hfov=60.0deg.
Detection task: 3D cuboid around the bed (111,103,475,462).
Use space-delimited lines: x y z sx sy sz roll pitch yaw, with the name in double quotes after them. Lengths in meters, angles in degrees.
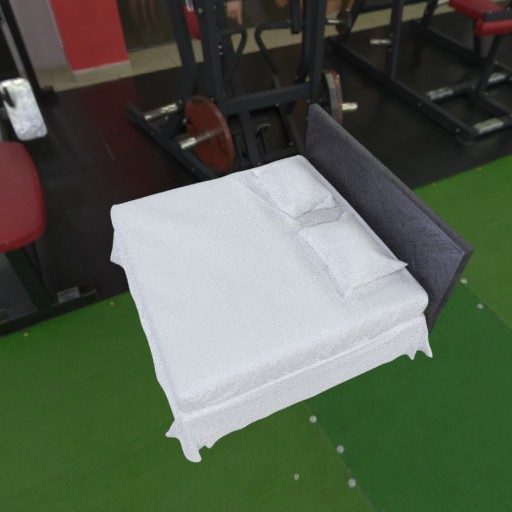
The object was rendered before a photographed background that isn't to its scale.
0.000 0.000 3.540 2.165 1.158 2.255 -19 50 -16 "bed"
